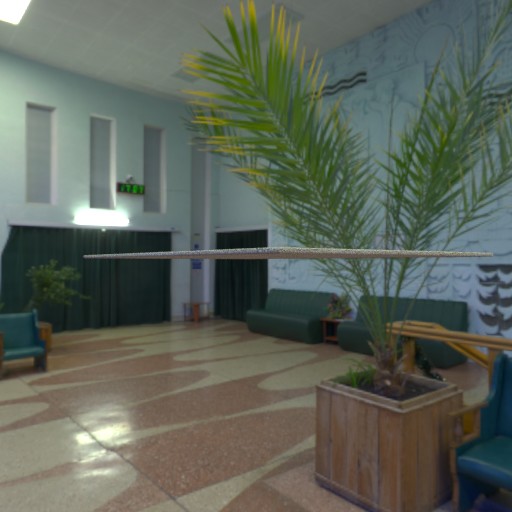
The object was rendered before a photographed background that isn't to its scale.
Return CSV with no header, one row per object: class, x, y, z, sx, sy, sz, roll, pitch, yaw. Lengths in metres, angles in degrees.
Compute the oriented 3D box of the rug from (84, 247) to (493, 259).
rug,0.000,0.000,3.394,1.800,0.025,2.699,1,-1,-37
